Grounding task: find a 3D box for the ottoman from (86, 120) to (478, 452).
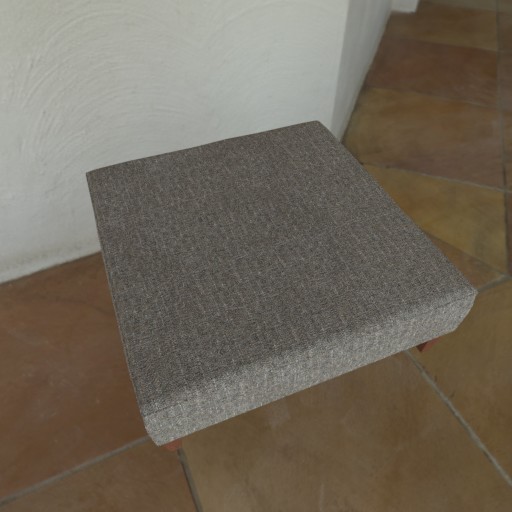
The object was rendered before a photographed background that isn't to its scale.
[{"bbox_3d":[0.000,0.000,1.551,0.981,0.379,1.016,-17,50,-14],"label":"ottoman"}]
